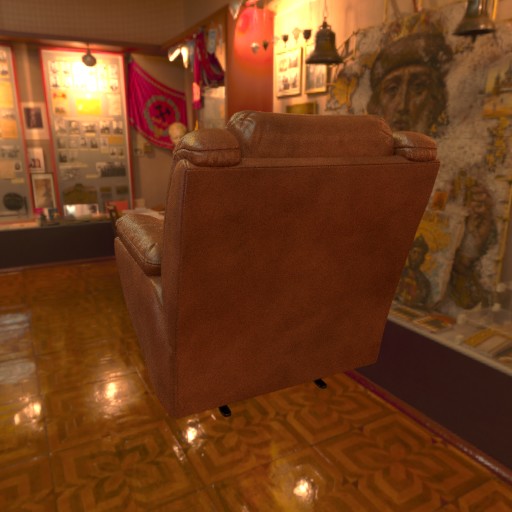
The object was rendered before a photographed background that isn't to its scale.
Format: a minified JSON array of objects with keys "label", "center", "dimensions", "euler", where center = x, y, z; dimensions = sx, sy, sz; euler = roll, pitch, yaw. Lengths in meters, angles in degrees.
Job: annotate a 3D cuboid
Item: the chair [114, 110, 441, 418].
[{"label":"chair","center":[0.000,0.000,1.844],"dimensions":[0.990,1.093,1.041],"euler":[-7,16,-26]}]
